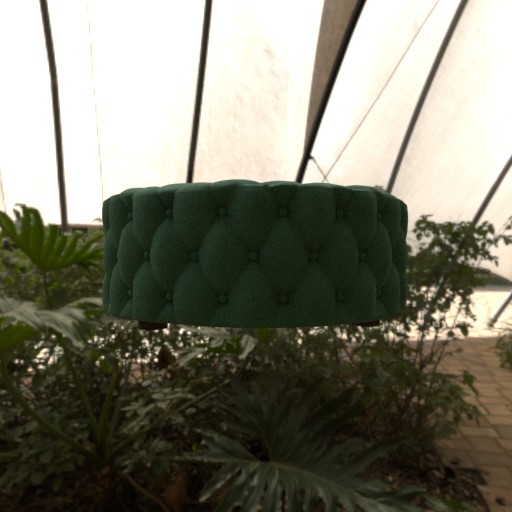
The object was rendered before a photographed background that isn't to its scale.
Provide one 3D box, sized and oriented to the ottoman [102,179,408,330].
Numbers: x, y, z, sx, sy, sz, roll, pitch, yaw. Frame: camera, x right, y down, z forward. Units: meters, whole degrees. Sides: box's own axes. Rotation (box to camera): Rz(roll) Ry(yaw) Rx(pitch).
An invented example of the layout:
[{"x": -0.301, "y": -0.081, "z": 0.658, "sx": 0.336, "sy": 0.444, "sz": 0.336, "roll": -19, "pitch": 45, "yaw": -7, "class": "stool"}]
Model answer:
[{"x": 0.000, "y": 0.000, "z": 1.521, "sx": 0.998, "sy": 0.399, "sz": 0.998, "roll": 0, "pitch": 1, "yaw": 0, "class": "ottoman"}]
